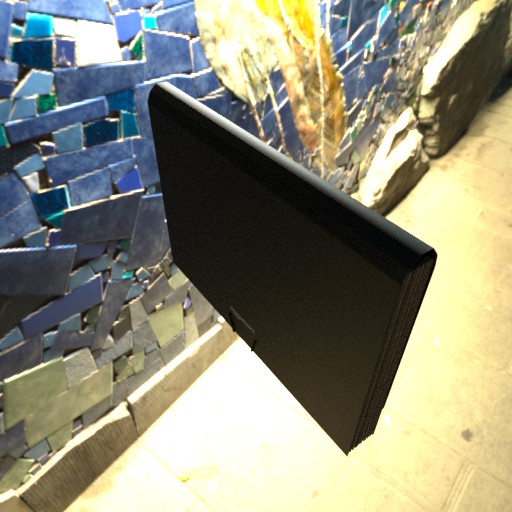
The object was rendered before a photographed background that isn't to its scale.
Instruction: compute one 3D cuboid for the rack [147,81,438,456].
[{"bbox_3d":[0.000,0.000,0.435,0.041,0.241,0.330,-26,48,-27],"label":"rack"}]
